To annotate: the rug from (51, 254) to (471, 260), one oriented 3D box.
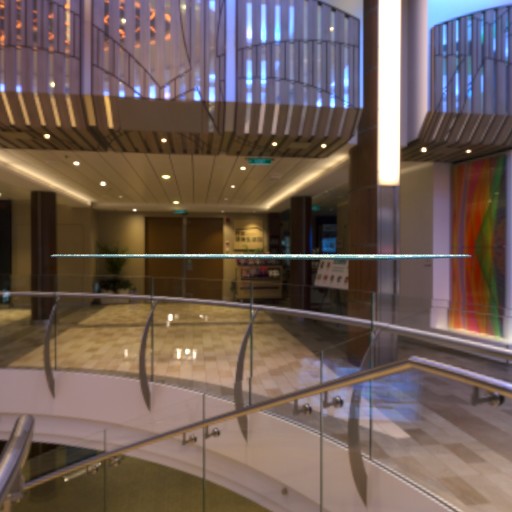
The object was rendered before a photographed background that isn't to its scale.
[{"bbox_3d":[0.000,0.000,2.309,1.833,0.012,1.211,0,0,36],"label":"rug"}]
